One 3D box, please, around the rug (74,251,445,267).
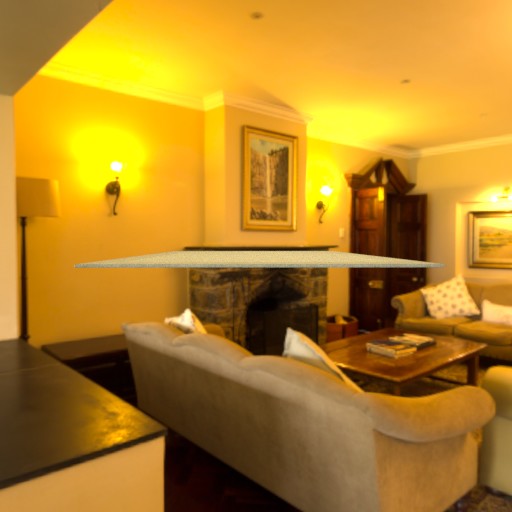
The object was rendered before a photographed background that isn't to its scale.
[{"bbox_3d":[0.000,0.000,3.031,1.524,0.014,2.438,0,2,-1],"label":"rug"}]
